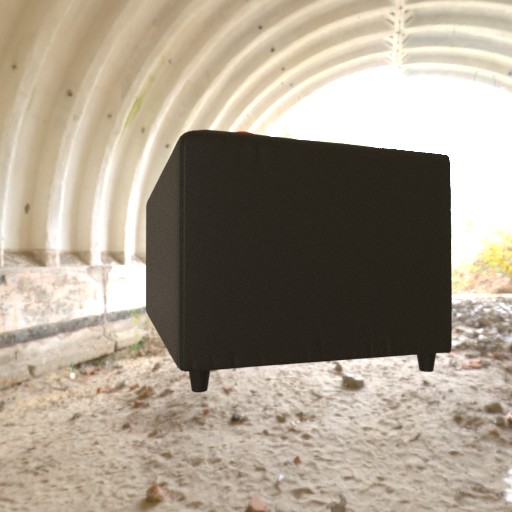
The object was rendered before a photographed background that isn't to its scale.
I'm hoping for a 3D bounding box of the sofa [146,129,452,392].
[{"bbox_3d":[0.000,0.000,1.908,0.845,0.735,1.410,0,-1,-17],"label":"sofa"}]
